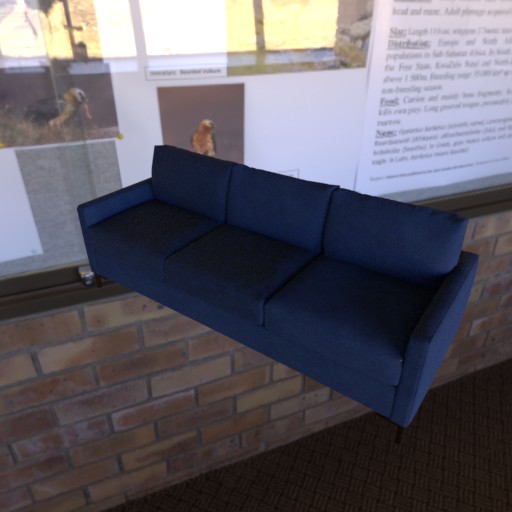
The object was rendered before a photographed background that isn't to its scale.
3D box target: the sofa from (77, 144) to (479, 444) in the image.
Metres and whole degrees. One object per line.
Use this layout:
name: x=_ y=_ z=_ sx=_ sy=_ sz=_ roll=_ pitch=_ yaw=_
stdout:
sofa: x=0.000 y=0.000 z=2.625 sx=2.252 sy=0.879 sz=0.875 roll=20 pitch=36 yaw=30
